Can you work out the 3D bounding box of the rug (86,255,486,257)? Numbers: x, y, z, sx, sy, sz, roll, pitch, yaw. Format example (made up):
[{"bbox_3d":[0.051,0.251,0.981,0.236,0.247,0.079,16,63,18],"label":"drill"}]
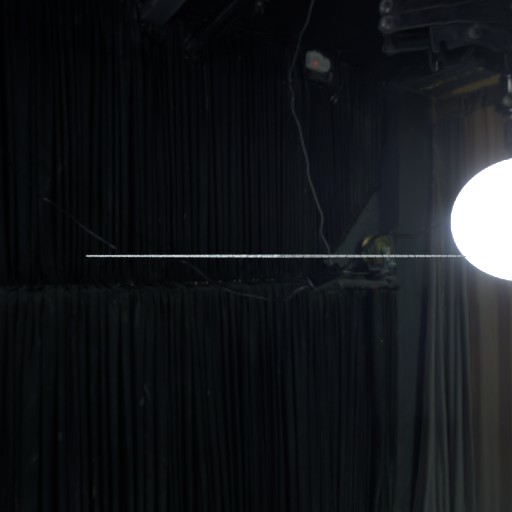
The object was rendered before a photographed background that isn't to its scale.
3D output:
[{"bbox_3d":[0.000,0.000,2.356,1.220,0.008,1.824,0,0,-37],"label":"rug"}]
